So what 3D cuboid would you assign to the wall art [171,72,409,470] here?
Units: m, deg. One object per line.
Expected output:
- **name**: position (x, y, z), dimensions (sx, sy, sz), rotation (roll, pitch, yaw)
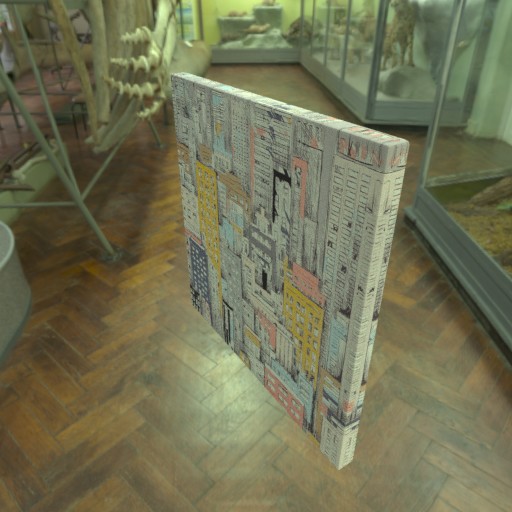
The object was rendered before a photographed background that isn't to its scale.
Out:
- **wall art**: position (0.000, 0.000, 1.109), dimensions (0.048, 0.762, 0.761), rotation (-19, 36, -28)
